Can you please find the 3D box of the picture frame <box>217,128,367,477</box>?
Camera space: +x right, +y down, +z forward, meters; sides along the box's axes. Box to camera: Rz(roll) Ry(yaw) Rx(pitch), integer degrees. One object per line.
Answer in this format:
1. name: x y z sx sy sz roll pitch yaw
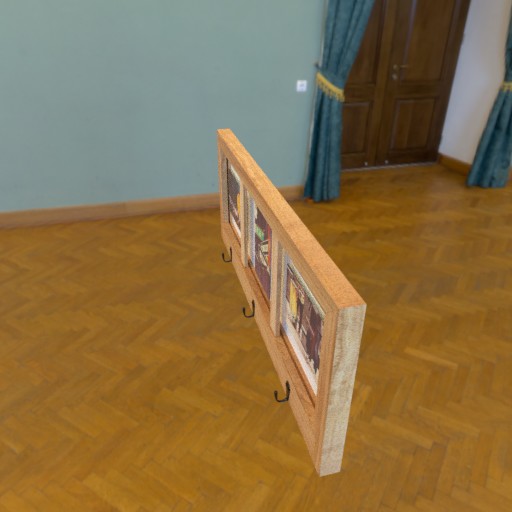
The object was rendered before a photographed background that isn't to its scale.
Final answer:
1. picture frame: 0.000 0.000 0.675 0.045 0.234 0.582 -8 32 -12
